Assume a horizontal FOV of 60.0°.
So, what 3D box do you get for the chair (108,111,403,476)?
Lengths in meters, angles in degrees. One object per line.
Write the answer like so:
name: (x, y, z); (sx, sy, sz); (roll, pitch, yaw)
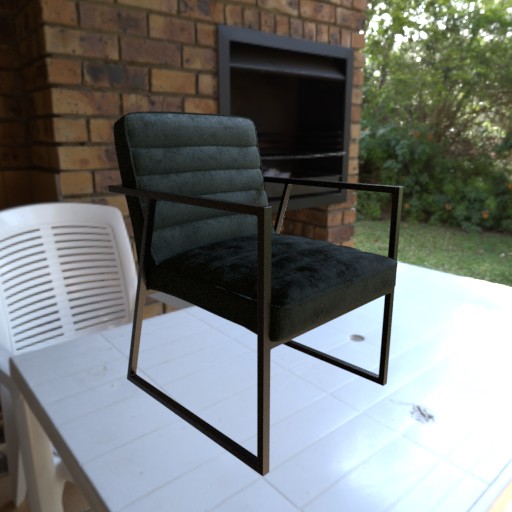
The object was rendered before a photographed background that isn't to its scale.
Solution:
chair: (0.000, 0.000, 1.317); (0.677, 0.833, 0.571); (14, 20, 43)
